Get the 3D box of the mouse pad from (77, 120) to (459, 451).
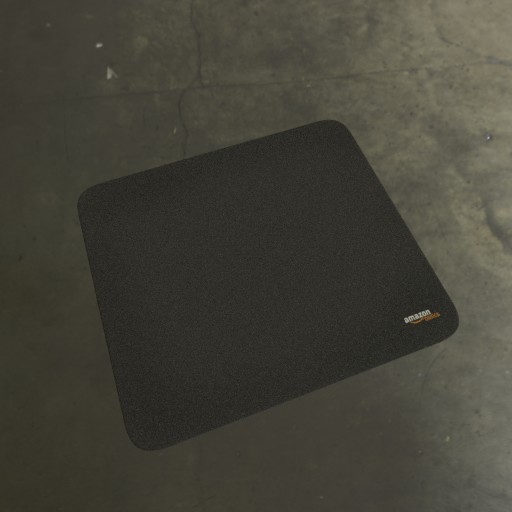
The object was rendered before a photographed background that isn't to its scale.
[{"bbox_3d":[0.000,0.000,0.321,0.229,0.003,0.203,-18,65,-9],"label":"mouse pad"}]
